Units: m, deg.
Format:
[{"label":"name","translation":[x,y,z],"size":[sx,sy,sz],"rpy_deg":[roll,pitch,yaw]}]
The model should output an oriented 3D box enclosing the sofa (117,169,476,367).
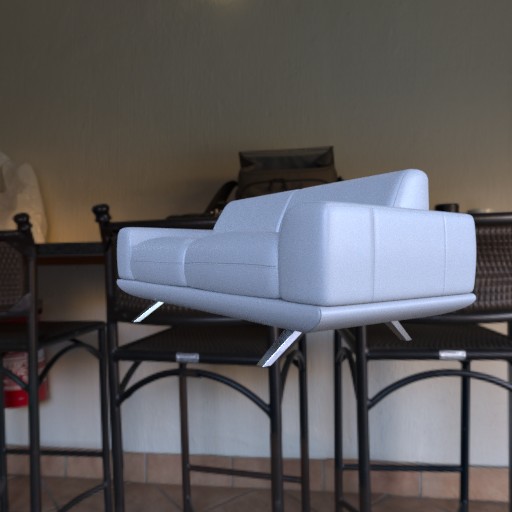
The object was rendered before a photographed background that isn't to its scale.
[{"label":"sofa","translation":[0.000,0.000,2.324],"size":[0.900,0.772,1.901],"rpy_deg":[0,0,-36]}]
